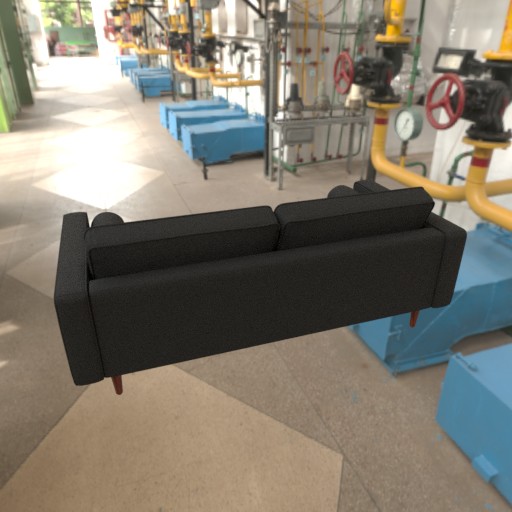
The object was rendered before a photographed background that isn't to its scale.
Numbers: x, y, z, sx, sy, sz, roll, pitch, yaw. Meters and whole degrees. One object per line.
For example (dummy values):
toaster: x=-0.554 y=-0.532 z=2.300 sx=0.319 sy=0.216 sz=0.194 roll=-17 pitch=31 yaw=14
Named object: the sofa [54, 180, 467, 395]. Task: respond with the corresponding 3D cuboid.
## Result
sofa: x=0.000 y=0.000 z=2.338 sx=1.875 sy=0.759 sz=0.914 roll=-9 pitch=28 yaw=-17
